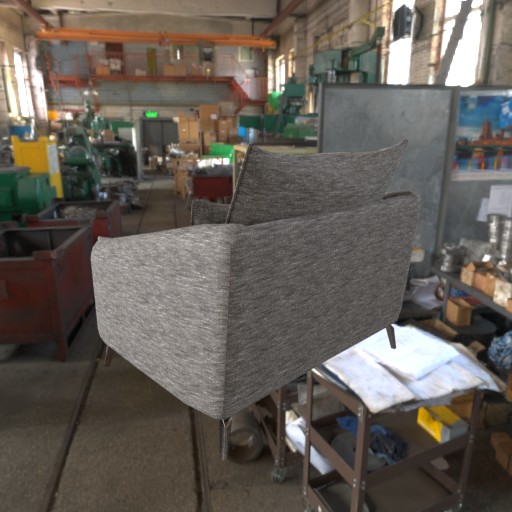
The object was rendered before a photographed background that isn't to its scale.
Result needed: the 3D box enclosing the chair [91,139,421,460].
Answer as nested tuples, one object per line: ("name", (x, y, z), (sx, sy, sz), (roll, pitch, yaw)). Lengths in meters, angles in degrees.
("chair", (0.000, 0.000, 1.647), (1.004, 0.842, 0.805), (-15, 22, -42))
